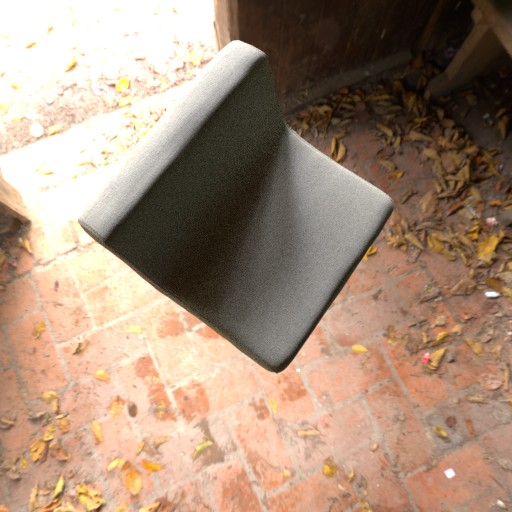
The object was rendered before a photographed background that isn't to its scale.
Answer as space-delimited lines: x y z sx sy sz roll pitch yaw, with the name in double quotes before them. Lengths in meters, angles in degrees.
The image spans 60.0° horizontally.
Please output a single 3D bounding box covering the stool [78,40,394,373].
"stool" 0.000 0.000 1.322 0.500 1.037 0.511 35 78 8
